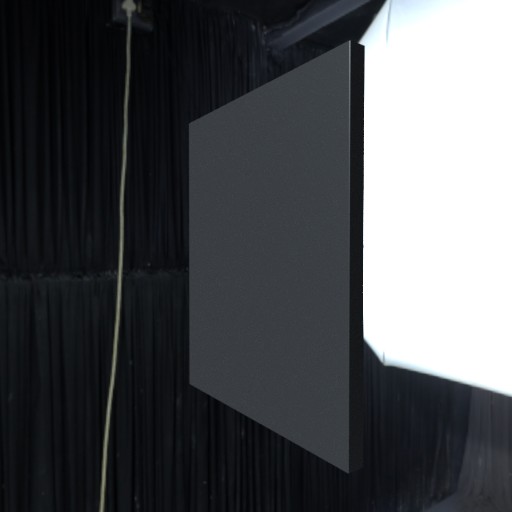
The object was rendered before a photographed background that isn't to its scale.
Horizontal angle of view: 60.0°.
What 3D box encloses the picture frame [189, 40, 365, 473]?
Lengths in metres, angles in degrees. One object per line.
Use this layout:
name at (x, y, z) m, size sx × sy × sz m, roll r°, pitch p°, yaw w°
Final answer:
picture frame at (0.000, 0.000, 0.766) m, size 0.028 × 0.556 × 0.460 m, roll -1°, pitch 1°, yaw -35°
